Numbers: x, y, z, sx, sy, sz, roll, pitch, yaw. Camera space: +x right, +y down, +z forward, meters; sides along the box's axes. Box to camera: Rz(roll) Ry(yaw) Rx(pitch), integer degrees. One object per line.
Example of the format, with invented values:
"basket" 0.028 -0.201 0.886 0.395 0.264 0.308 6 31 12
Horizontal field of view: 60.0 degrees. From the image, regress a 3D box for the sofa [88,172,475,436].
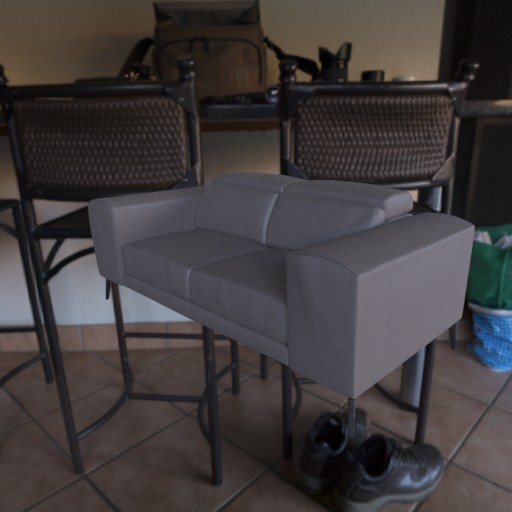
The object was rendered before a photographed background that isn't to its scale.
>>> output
"sofa" 0.000 0.000 2.393 1.003 0.779 1.895 -16 23 -43
